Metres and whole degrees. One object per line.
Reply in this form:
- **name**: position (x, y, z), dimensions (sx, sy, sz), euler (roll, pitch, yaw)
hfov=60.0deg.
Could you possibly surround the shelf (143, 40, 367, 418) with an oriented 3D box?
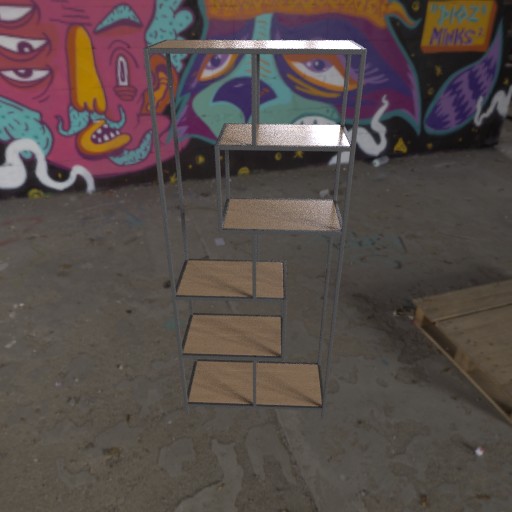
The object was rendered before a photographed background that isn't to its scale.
- **shelf**: position (0.000, 0.000, 2.137), dimensions (0.770, 1.850, 0.350), euler (1, 30, 2)
